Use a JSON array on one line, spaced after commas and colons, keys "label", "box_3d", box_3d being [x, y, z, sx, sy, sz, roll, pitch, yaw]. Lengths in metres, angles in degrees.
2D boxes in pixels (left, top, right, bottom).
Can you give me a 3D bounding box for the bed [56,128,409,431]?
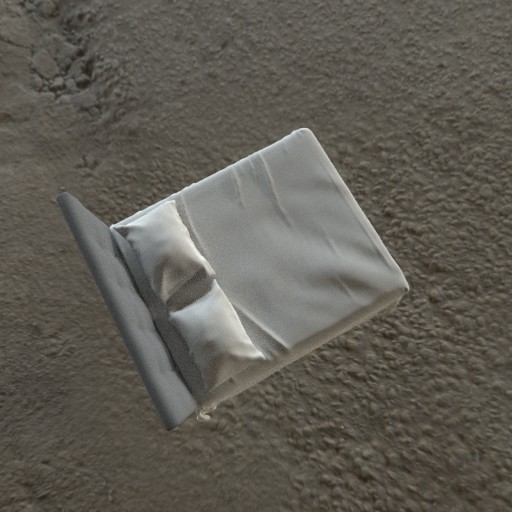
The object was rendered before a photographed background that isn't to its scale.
[{"label": "bed", "box_3d": [0.000, 0.000, 3.541, 2.222, 1.577, 1.936, -28, 79, -6]}]
